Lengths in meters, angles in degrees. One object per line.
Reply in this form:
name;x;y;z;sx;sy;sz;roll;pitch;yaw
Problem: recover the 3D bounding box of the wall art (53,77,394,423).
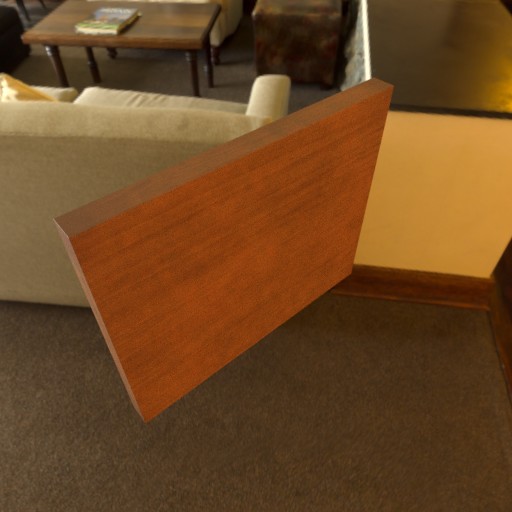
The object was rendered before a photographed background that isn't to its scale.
wall art;0.000;0.000;0.554;0.401;0.328;0.030;-31;53;-27
